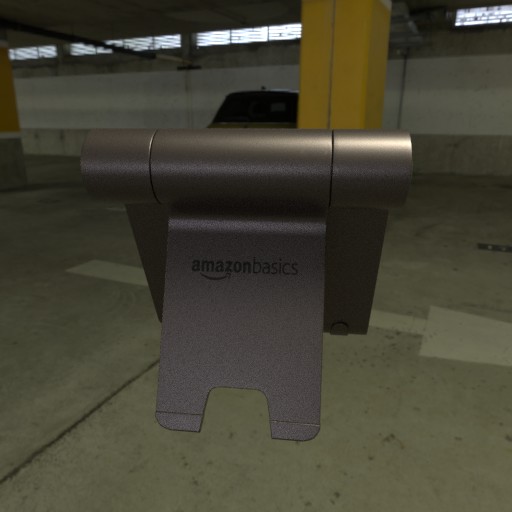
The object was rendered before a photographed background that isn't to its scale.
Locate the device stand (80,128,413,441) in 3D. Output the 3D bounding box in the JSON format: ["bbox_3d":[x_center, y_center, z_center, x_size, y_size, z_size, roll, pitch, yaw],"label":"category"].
[{"bbox_3d":[0.000,0.000,0.150,0.088,0.084,0.079,2,17,7],"label":"device stand"}]
